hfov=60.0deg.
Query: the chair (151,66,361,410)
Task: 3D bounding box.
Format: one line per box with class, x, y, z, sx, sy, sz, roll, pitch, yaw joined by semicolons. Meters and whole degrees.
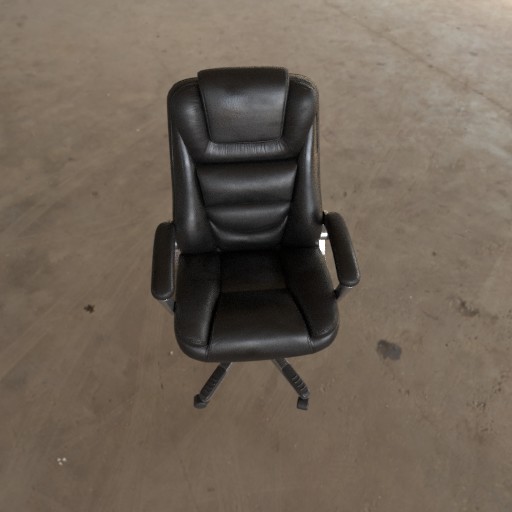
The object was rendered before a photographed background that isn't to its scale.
chair;0.000;0.000;1.546;0.697;1.075;0.689;-4;47;-4
